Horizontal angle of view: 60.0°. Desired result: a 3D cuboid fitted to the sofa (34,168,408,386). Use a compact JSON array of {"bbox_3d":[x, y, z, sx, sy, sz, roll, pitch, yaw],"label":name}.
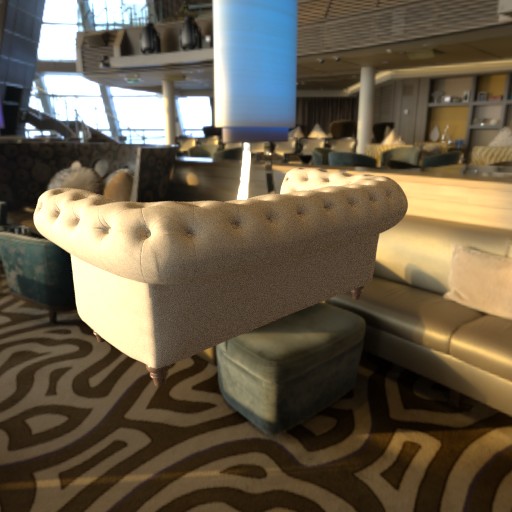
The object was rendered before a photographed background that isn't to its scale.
[{"bbox_3d":[0.000,0.000,2.480,1.988,0.835,1.069,-15,21,-41],"label":"sofa"}]
